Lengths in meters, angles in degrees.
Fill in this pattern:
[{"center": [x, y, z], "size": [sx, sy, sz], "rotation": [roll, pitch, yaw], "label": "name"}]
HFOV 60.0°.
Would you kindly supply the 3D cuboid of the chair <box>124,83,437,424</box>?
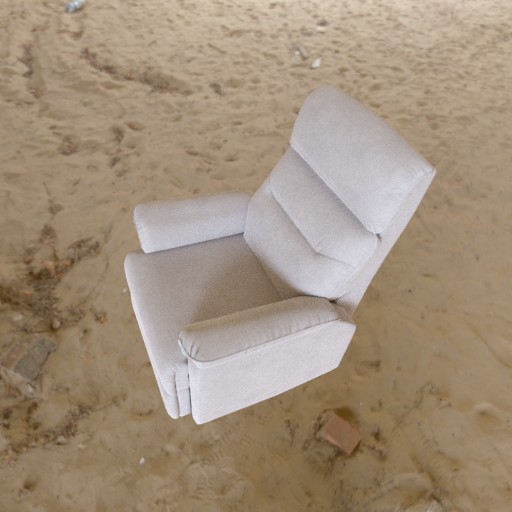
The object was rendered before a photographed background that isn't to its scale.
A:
[{"center": [0.000, 0.000, 1.739], "size": [1.001, 1.039, 0.820], "rotation": [-18, 49, -16], "label": "chair"}]
